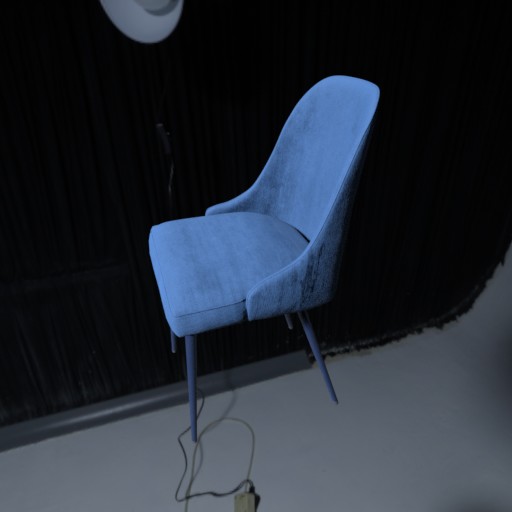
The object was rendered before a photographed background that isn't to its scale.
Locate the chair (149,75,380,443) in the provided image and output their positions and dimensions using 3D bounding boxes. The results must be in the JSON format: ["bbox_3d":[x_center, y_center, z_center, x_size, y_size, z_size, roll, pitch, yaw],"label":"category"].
[{"bbox_3d":[0.000,0.000,1.236,0.559,0.896,0.478,-9,31,-15],"label":"chair"}]
